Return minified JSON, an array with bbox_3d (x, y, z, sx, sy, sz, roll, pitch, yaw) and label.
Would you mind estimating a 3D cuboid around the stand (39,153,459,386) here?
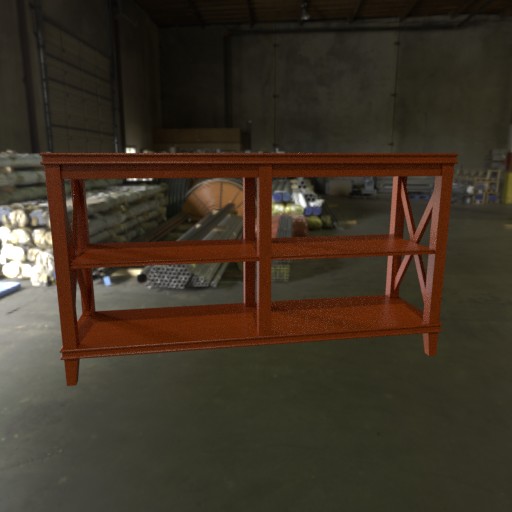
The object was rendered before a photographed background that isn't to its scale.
[{"bbox_3d":[0.000,0.000,1.692,1.372,0.762,0.381,-2,13,-10],"label":"stand"}]
